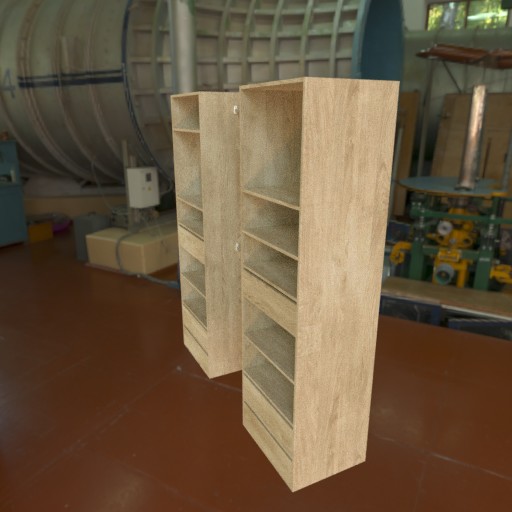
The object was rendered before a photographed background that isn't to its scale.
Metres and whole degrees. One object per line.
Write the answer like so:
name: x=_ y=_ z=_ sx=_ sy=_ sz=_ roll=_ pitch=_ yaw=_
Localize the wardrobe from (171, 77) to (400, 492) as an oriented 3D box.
wardrobe: x=0.000 y=0.000 z=2.850 sx=0.480 sy=2.000 sz=1.770 roll=-9 pitch=19 yaw=-26
